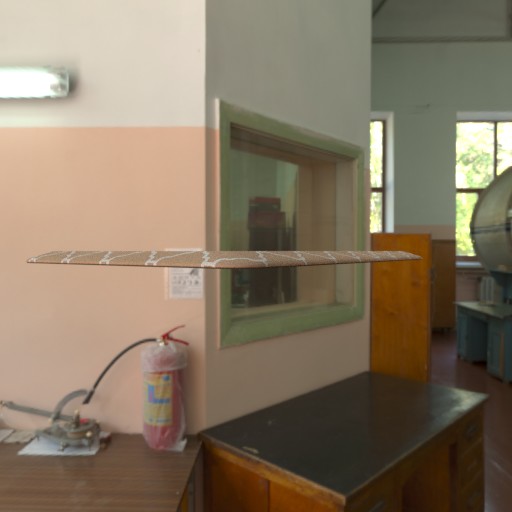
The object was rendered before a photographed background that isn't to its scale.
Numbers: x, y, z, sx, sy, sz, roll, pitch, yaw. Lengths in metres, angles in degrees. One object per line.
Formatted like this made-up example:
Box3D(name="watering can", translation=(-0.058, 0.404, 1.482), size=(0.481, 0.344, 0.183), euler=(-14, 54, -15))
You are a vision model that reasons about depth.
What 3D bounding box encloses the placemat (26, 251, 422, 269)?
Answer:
Box3D(name="placemat", translation=(0.000, 0.000, 0.956), size=(0.508, 0.021, 0.762), euler=(0, 1, 36))
